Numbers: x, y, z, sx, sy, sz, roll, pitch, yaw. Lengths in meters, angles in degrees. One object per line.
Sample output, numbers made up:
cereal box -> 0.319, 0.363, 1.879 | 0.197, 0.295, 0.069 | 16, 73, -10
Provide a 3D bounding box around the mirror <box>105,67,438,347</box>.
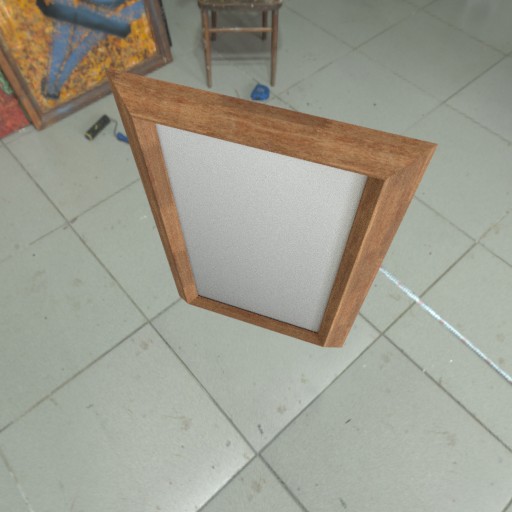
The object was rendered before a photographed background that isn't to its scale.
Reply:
mirror -> 0.000, 0.000, 1.241 | 0.651, 1.010, 0.047 | 16, 60, 10
